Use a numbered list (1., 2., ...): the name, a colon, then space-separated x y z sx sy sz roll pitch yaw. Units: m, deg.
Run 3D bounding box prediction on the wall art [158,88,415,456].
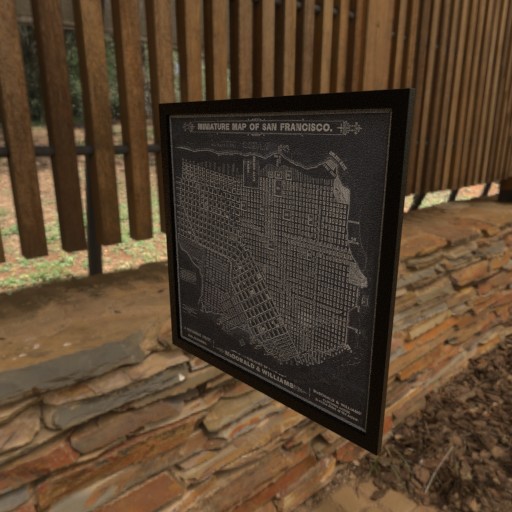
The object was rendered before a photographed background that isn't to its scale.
1. wall art: 0.000 0.000 0.681 0.457 0.458 0.012 15 22 42
